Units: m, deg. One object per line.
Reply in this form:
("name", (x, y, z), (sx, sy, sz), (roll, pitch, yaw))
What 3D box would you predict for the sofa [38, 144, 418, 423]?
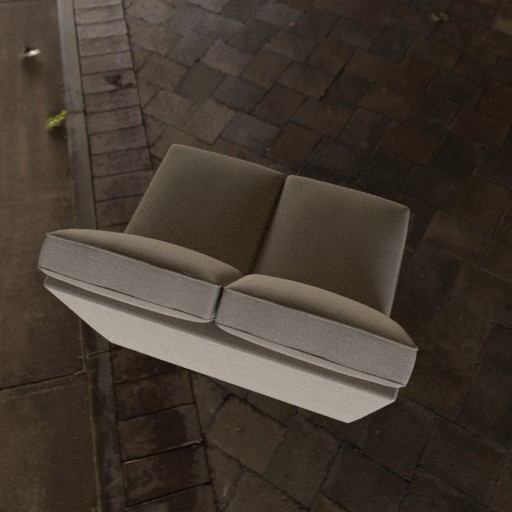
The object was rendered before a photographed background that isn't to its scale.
("sofa", (0.000, 0.000, 1.927), (1.232, 1.006, 0.978), (17, 65, 8))
